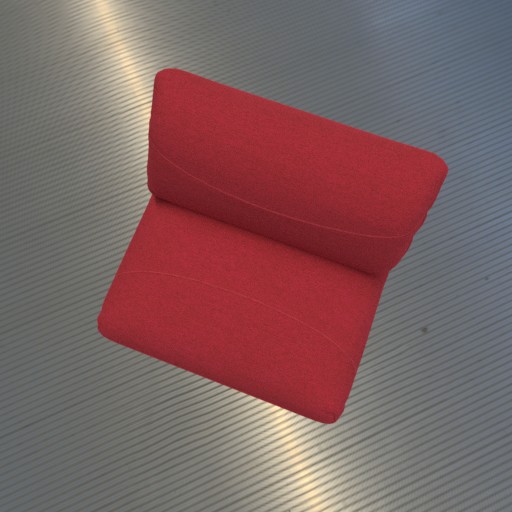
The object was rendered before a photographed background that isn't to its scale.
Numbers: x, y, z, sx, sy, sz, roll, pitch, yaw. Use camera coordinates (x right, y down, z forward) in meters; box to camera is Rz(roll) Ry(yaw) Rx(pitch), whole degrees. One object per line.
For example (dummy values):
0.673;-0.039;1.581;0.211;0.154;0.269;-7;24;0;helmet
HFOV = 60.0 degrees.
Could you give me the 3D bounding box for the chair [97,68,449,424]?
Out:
0.000;0.000;1.332;0.820;0.580;0.780;20;77;5;chair
